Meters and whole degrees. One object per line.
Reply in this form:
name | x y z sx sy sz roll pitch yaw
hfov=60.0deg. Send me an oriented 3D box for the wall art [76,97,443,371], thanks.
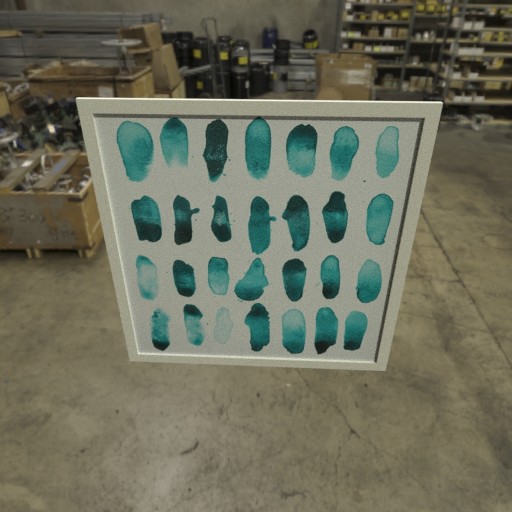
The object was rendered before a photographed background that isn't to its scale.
wall art | 0.000 0.000 1.197 0.812 0.813 0.013 2 32 3
